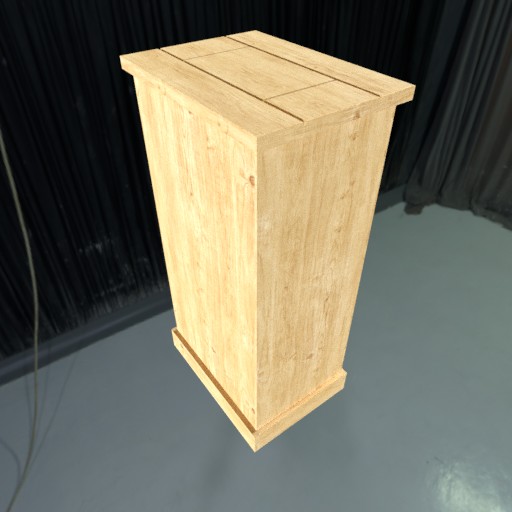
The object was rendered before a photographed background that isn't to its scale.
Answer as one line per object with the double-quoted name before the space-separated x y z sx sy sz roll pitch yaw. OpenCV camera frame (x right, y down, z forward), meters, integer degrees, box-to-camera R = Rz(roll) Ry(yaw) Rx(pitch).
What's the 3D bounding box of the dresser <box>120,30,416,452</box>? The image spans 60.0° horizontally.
"dresser" 0.000 0.000 1.282 0.390 1.041 0.531 -25 46 -27
